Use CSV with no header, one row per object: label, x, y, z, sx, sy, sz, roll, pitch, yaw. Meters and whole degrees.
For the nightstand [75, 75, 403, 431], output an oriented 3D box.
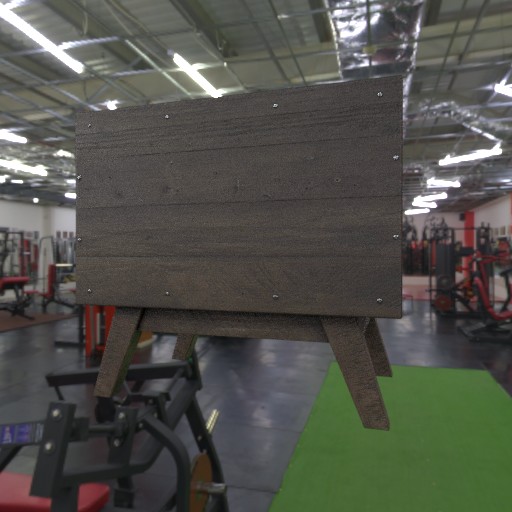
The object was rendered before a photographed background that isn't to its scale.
nightstand,0.000,0.000,1.041,0.650,0.599,0.450,0,0,18
